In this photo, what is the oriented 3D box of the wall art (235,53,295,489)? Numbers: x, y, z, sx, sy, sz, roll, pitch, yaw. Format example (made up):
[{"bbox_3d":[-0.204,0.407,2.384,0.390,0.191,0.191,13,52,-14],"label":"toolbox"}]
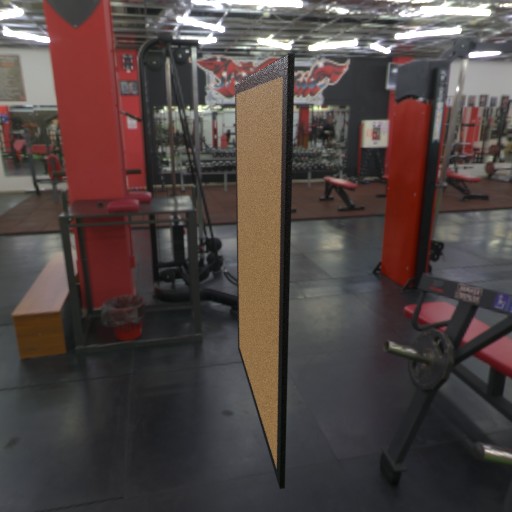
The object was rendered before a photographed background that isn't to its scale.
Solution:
[{"bbox_3d":[0.000,0.000,1.267,0.013,0.967,0.707,-3,17,-10],"label":"wall art"}]
